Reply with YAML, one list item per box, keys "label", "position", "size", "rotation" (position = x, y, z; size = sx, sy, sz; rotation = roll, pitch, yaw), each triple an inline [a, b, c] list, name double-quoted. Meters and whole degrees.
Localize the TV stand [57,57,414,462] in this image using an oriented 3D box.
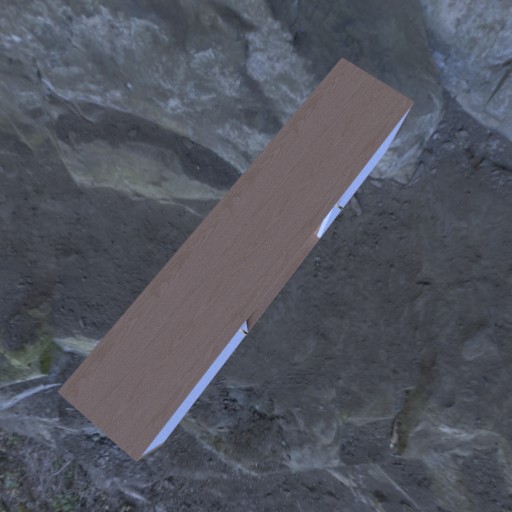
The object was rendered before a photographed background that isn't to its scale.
- label: "TV stand"
  position: [0.000, 0.000, 1.987]
  size: [0.400, 0.580, 1.760]
  rotation: [36, 77, 10]
